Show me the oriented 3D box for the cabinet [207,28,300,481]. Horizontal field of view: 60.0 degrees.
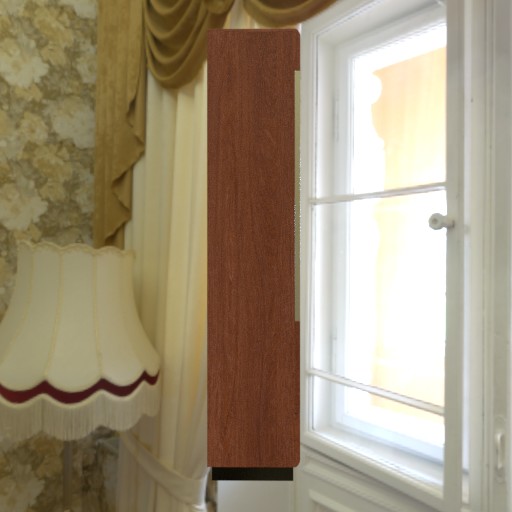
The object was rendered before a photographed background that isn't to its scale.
[{"bbox_3d":[0.000,0.000,2.262,0.420,1.980,0.660,0,0,1],"label":"cabinet"}]
